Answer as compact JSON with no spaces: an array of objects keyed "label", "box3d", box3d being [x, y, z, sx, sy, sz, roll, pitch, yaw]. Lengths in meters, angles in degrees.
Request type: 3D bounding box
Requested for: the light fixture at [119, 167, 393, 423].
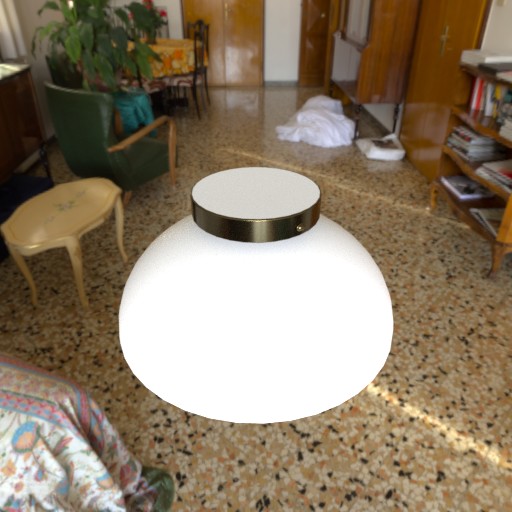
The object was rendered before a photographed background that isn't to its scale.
[{"label":"light fixture","box3d":[0.000,0.000,0.550,0.355,0.177,0.355,0,32,0]}]
